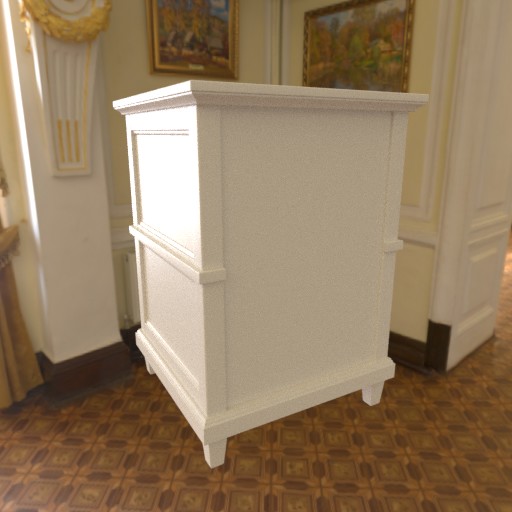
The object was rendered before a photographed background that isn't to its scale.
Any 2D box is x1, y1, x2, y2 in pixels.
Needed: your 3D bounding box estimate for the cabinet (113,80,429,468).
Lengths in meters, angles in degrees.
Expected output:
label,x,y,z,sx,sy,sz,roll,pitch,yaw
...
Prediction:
label,x,y,z,sx,sy,sz,roll,pitch,yaw
cabinet,0.000,0.000,1.152,0.544,0.775,0.547,-9,18,-28
